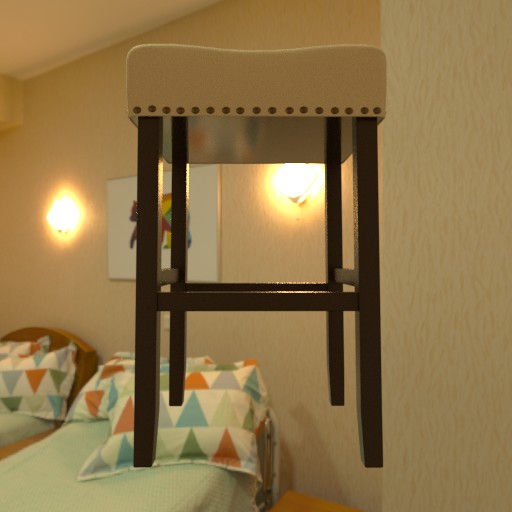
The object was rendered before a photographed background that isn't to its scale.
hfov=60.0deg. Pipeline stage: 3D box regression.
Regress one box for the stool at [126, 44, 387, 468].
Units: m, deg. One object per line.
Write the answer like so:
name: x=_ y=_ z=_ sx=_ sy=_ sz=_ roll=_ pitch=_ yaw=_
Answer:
stool: x=0.000 y=0.000 z=0.981 sx=0.471 sy=0.762 sz=0.401 roll=0 pitch=-1 yaw=0
